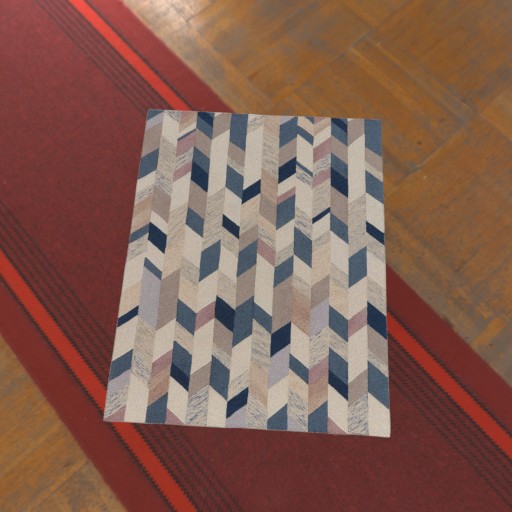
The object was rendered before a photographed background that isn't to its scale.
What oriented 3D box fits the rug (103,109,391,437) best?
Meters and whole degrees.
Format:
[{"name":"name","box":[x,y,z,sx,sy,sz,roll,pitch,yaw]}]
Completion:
[{"name":"rug","box":[0.000,0.000,4.191,2.451,0.011,3.072,3,74,1]}]
